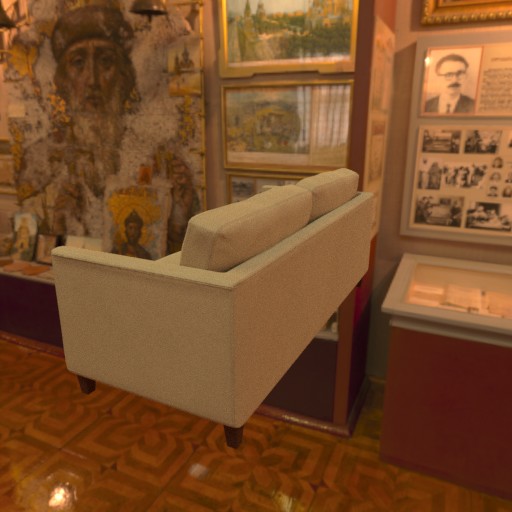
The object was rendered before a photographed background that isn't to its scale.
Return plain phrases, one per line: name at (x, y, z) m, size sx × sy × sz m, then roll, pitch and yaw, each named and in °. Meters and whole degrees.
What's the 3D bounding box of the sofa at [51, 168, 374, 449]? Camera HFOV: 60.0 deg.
sofa at (0.000, 0.000, 2.698) m, size 0.948 × 0.932 × 2.181 m, roll 8°, pitch 19°, yaw 25°
